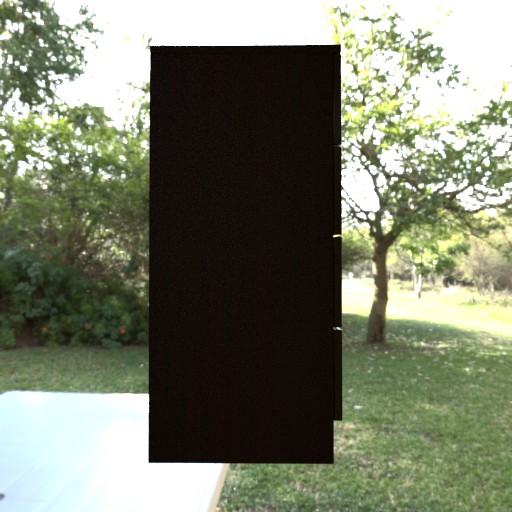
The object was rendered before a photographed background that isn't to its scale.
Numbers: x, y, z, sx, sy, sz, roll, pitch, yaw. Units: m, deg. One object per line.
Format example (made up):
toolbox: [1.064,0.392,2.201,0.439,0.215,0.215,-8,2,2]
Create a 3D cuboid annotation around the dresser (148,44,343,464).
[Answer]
dresser: [0.000,0.000,1.136,0.360,0.720,0.750,0,-1,1]
